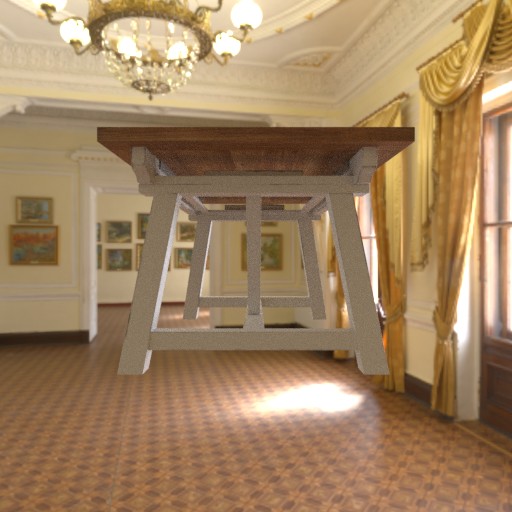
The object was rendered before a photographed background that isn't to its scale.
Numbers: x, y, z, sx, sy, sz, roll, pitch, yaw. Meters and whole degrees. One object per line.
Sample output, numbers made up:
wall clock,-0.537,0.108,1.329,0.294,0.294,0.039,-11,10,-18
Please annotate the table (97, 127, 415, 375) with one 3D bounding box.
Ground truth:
table,0.000,0.000,2.034,0.922,0.743,1.503,0,0,0
